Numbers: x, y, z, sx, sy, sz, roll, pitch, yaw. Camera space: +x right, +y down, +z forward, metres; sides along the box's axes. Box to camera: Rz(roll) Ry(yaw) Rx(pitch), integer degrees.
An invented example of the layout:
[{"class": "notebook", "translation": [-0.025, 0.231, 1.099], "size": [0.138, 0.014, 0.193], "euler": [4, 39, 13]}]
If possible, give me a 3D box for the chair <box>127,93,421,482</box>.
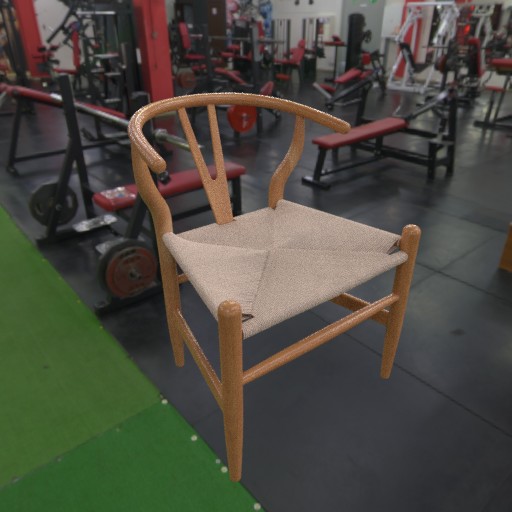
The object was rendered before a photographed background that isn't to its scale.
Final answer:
[{"class": "chair", "translation": [0.000, 0.000, 1.152], "size": [0.569, 0.730, 0.579], "euler": [-20, 34, -32]}]
